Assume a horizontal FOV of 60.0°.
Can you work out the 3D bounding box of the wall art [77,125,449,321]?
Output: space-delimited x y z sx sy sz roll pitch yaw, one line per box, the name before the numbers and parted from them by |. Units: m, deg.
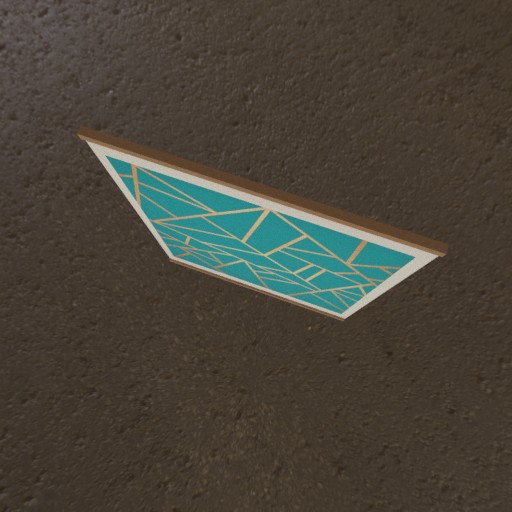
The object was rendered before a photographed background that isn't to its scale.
wall art | 0.000 0.000 0.814 0.459 0.608 0.012 19 75 5
